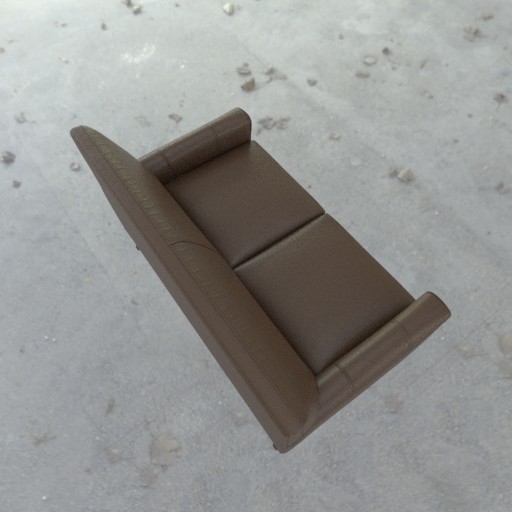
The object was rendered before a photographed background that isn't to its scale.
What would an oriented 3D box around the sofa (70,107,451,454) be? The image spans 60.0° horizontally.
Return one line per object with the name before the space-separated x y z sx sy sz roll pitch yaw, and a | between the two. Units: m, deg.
sofa | 0.000 0.000 2.002 0.853 0.859 1.468 -32 63 -18
